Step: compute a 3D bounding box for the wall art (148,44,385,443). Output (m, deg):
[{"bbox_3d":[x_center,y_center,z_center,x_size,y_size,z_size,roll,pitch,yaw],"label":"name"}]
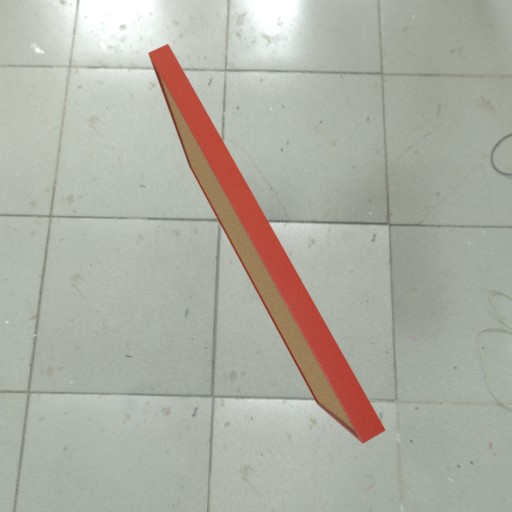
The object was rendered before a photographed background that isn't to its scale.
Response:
[{"bbox_3d":[0.000,0.000,0.790,0.033,0.405,0.607,-28,79,-6],"label":"wall art"}]
